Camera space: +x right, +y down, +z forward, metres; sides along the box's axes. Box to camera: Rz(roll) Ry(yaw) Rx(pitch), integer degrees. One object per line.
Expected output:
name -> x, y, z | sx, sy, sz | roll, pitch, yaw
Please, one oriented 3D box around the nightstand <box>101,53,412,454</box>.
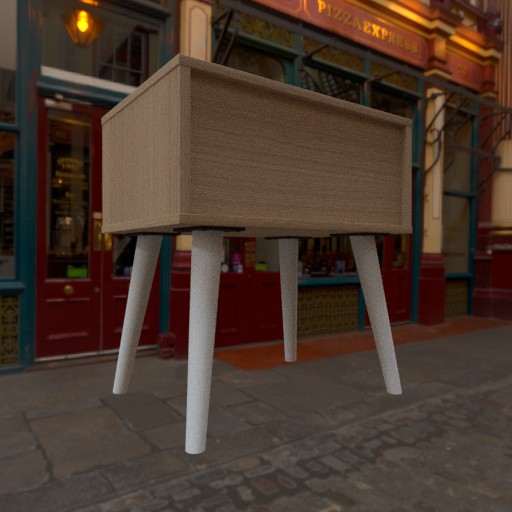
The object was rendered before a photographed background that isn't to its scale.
nightstand -> 0.000, 0.000, 0.994 | 0.571, 0.610, 0.407 | 0, 0, -35
